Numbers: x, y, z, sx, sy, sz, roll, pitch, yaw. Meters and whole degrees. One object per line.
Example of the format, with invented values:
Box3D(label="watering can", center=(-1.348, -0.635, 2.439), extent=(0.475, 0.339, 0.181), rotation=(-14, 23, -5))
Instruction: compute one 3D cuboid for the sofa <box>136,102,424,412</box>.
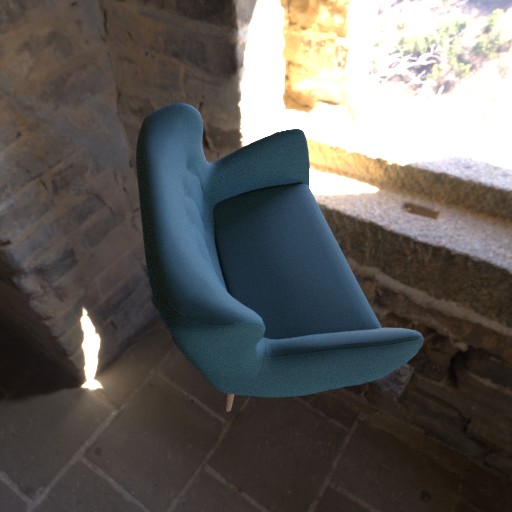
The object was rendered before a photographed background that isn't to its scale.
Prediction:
Box3D(label="sofa", center=(0.000, 0.000, 1.999), extent=(0.889, 0.889, 1.397), rotation=(-10, 48, -9))
